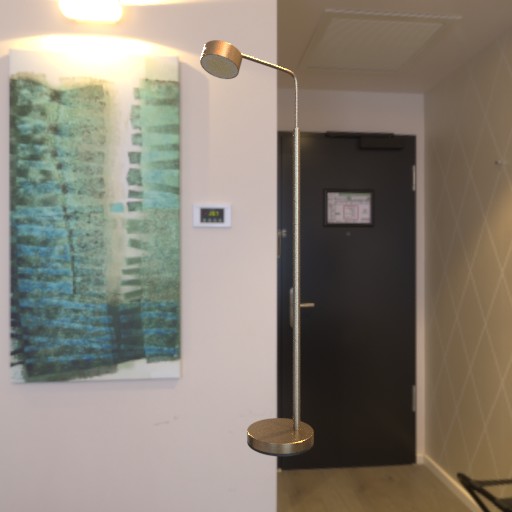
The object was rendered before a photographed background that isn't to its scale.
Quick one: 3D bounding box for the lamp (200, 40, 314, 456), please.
[{"bbox_3d":[0.000,0.000,1.411,0.418,1.230,0.219,0,0,-36],"label":"lamp"}]
